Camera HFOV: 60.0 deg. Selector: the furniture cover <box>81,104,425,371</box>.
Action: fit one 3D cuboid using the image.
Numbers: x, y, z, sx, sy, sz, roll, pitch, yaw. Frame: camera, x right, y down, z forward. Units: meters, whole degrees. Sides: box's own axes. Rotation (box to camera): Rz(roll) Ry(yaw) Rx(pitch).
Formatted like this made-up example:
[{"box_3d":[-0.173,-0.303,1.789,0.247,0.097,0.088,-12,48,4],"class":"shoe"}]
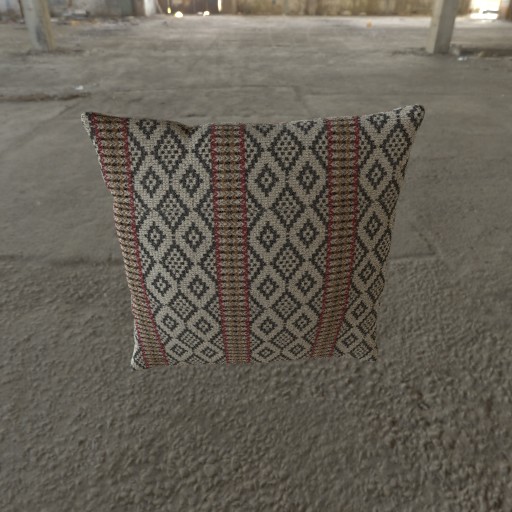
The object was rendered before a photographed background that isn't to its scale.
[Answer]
[{"box_3d":[0.000,0.000,0.776,0.503,0.506,0.182,-2,31,-3],"class":"furniture cover"}]
